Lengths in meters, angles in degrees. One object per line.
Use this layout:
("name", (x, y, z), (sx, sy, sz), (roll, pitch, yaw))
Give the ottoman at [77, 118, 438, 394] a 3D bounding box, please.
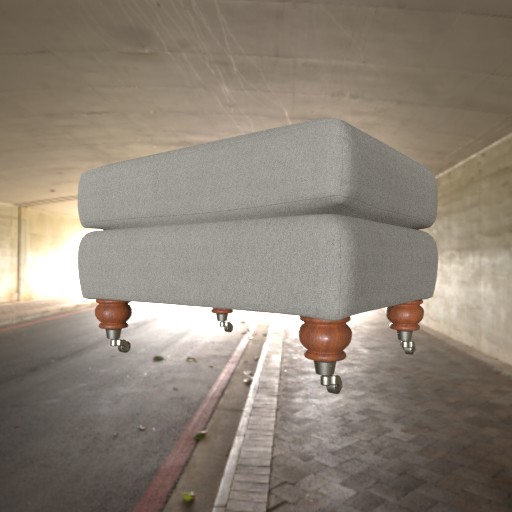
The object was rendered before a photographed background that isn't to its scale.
("ottoman", (0.000, 0.000, 1.128), (0.773, 0.504, 0.569), (-1, -1, 37))
